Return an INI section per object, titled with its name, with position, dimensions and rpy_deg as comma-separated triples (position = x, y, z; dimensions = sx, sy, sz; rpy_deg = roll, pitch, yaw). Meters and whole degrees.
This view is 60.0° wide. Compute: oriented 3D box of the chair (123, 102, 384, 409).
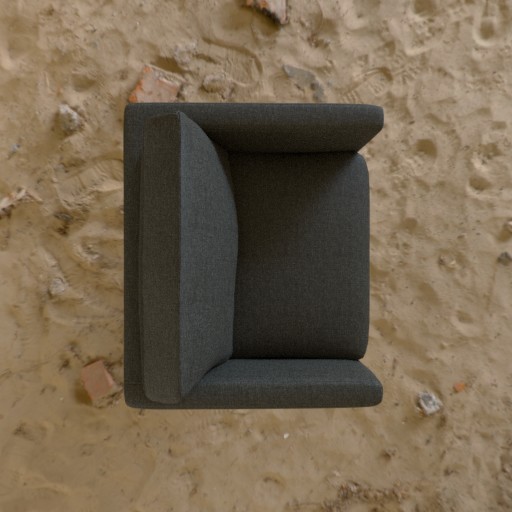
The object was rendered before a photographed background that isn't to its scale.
[chair]
position = 0.000, 0.000, 1.834
dimensions = 0.959, 0.963, 1.107
rpy_deg = 0, 90, -1
